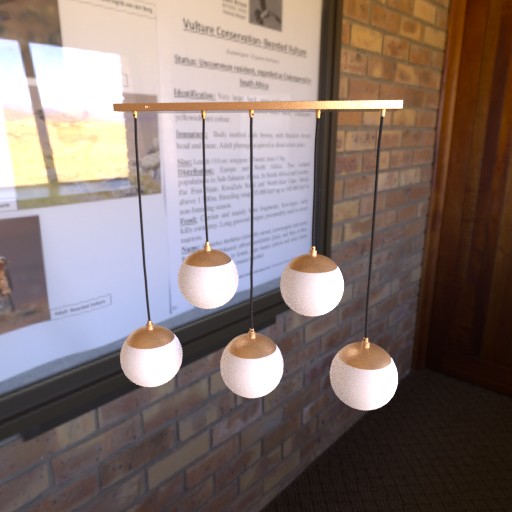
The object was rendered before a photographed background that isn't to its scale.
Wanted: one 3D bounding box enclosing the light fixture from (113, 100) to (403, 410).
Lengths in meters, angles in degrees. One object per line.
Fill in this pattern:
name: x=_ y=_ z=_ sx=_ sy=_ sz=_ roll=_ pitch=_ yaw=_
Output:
light fixture: x=0.000 y=0.000 z=1.334 sx=0.863 sy=0.869 sz=0.299 roll=3 pitch=16 yaw=10
